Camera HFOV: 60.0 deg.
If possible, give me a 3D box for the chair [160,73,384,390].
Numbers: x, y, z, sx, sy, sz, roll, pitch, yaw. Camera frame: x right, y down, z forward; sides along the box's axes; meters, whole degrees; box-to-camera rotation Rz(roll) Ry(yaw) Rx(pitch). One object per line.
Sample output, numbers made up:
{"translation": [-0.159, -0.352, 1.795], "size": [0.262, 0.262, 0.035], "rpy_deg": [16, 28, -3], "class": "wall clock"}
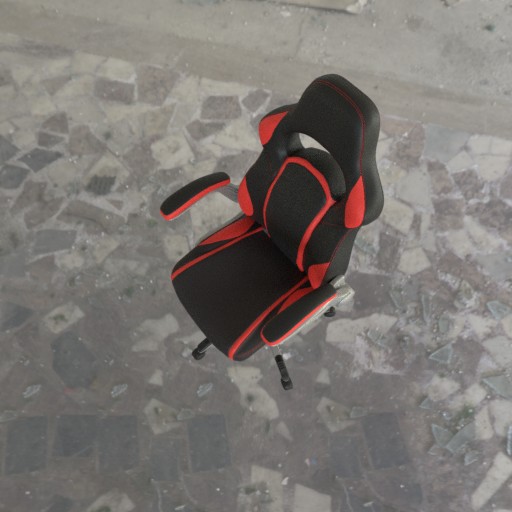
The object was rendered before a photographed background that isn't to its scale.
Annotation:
{"translation": [0.000, 0.000, 1.603], "size": [0.712, 1.165, 0.758], "rpy_deg": [-35, 67, -17], "class": "chair"}
